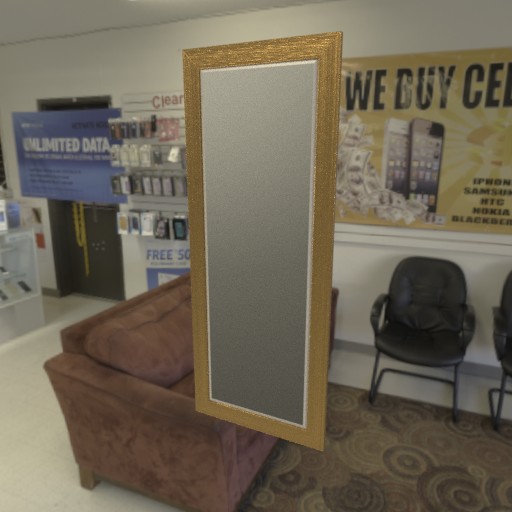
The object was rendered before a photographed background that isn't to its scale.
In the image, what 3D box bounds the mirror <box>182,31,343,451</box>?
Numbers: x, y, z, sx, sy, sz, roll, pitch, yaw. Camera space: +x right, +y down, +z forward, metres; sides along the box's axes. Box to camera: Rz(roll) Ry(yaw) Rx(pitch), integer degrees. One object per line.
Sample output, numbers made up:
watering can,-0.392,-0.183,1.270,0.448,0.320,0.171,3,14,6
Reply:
mirror,0.000,0.000,2.285,0.812,2.031,0.025,7,16,26
